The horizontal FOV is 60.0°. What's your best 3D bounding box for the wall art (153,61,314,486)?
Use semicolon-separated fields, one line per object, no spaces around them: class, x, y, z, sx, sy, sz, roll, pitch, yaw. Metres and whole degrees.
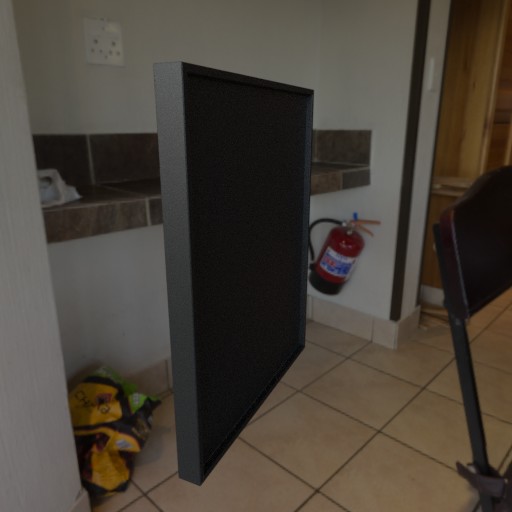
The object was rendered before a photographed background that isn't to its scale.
wall art;0.000;0.000;0.750;0.039;0.555;0.449;8;18;24
